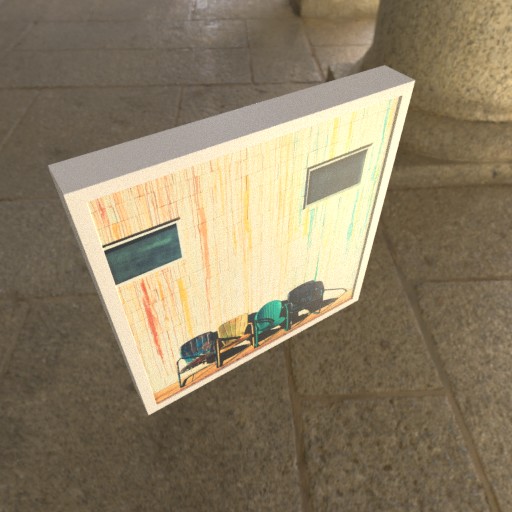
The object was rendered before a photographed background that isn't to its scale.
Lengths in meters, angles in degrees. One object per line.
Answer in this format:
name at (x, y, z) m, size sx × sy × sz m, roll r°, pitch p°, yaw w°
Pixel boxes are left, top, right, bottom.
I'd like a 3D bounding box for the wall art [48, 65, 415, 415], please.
wall art at (0.000, 0.000, 0.449) m, size 0.305 × 0.305 × 0.038 m, roll -24°, pitch 50°, yaw -22°
